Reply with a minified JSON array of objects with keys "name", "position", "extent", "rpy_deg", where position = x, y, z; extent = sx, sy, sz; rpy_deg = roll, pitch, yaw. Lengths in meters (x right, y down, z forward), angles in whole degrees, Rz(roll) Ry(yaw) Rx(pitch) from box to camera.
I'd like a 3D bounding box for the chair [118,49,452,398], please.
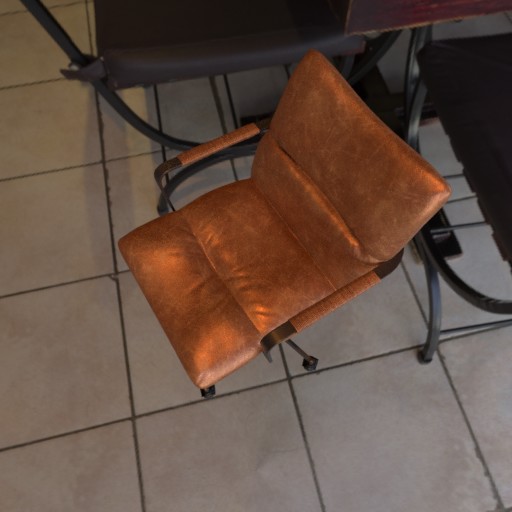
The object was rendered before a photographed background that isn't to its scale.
[{"name":"chair","position":[0.000,0.000,1.448],"extent":[0.754,0.922,0.727],"rpy_deg":[-29,68,-13]}]
